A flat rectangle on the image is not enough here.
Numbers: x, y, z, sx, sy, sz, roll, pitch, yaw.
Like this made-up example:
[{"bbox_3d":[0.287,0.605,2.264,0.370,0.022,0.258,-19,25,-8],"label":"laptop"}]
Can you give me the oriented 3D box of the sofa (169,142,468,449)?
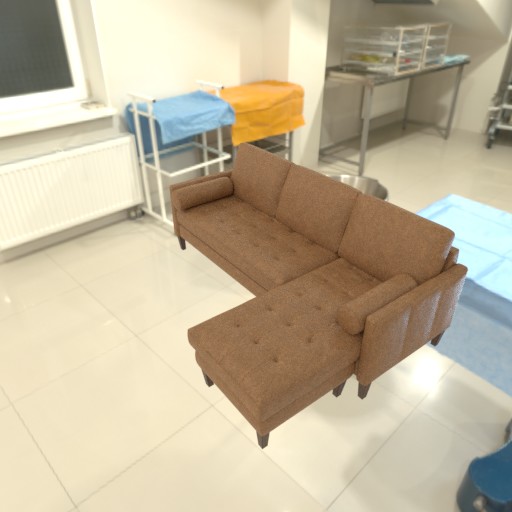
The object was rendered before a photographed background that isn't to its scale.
[{"bbox_3d":[0.000,0.000,3.034,1.506,0.876,2.178,-22,38,-31],"label":"sofa"}]
